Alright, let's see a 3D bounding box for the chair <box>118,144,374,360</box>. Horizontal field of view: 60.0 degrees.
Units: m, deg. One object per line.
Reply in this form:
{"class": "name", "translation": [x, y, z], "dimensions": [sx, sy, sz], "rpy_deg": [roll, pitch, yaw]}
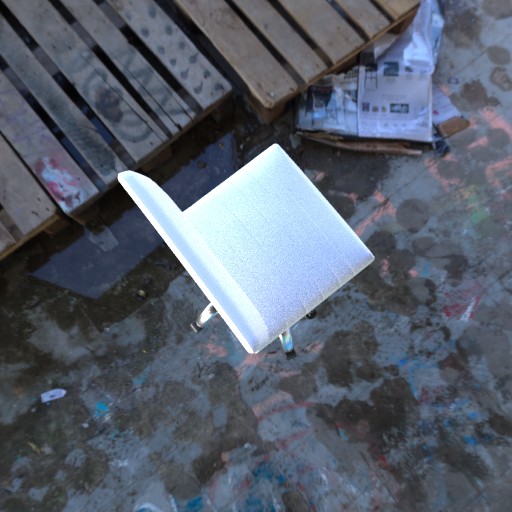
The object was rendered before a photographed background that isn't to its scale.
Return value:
{"class": "chair", "translation": [0.000, 0.000, 1.135], "dimensions": [0.530, 0.780, 0.556], "rpy_deg": [-37, 80, -8]}
